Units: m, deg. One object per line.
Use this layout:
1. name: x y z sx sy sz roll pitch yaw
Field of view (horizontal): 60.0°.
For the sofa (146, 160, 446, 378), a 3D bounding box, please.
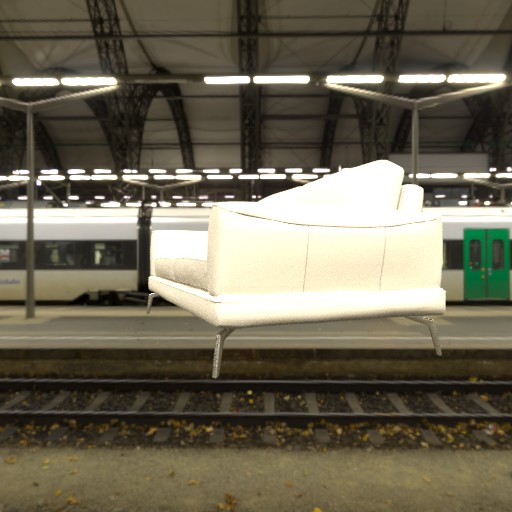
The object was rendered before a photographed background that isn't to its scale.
1. sofa: 0.000 0.000 2.789 1.121 0.930 2.177 0 0 -20
